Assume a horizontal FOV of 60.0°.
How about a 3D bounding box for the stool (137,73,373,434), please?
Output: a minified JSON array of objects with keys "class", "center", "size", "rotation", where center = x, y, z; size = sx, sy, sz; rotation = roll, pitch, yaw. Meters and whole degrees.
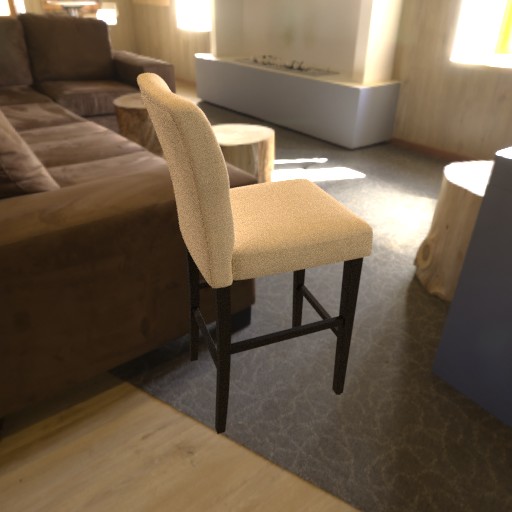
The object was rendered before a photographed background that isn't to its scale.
[{"class":"stool","center":[0.000,0.000,1.487],"size":[0.603,1.124,0.516],"rotation":[-11,32,-18]}]
